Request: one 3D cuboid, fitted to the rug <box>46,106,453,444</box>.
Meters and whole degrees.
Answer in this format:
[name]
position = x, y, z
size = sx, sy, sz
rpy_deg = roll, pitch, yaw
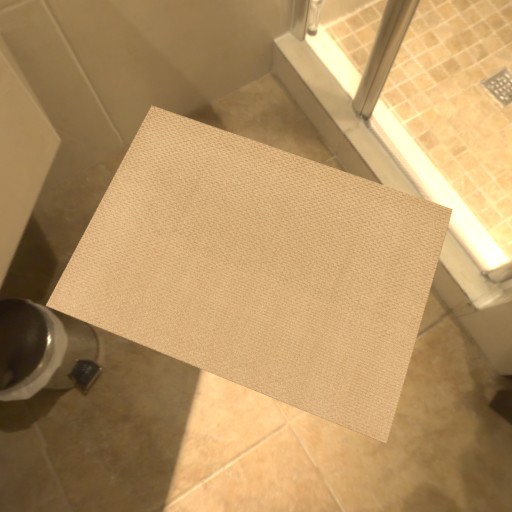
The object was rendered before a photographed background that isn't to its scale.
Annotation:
[rug]
position = 0.000, 0.000, 2.773
size = 2.144, 0.013, 1.509
rpy_deg = 20, 74, 6
